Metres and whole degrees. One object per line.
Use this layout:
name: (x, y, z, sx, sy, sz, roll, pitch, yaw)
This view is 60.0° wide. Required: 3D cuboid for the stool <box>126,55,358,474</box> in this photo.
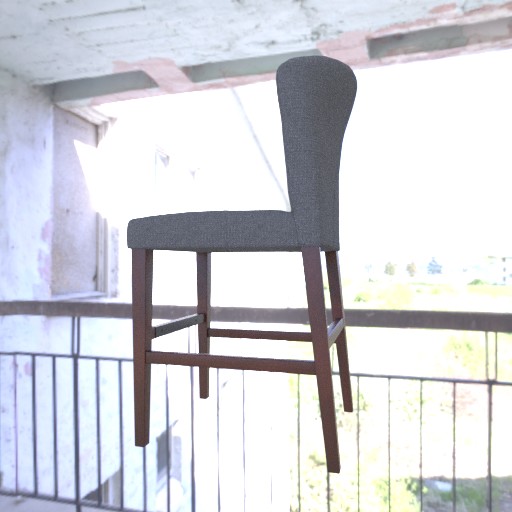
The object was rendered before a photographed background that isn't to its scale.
stool: (0.000, 0.000, 1.264, 0.568, 0.968, 0.479, 0, -1, 16)
